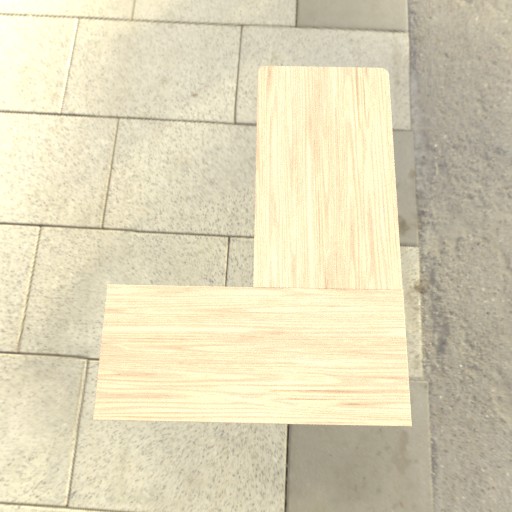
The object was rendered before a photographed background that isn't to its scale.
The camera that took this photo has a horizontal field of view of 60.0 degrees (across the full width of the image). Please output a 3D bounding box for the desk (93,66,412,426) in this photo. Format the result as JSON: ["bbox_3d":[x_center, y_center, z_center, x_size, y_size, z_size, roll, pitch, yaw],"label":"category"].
[{"bbox_3d":[0.000,0.000,1.763,0.900,0.760,1.170,1,76,0],"label":"desk"}]
